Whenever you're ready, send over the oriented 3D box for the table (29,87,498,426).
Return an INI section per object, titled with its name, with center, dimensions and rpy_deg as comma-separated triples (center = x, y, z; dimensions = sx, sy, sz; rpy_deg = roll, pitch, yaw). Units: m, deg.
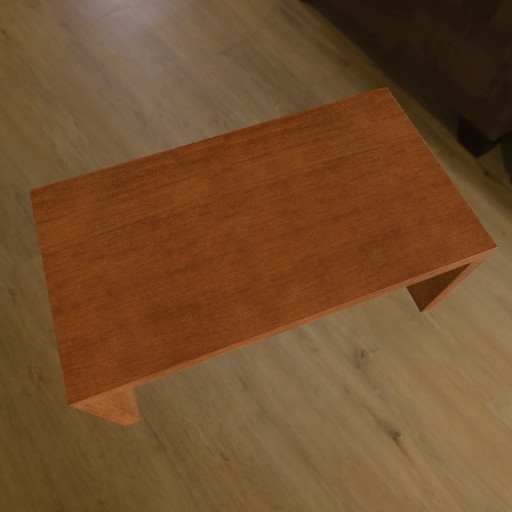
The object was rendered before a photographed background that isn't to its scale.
[table]
center = 0.000, 0.000, 1.254
dimensions = 1.000, 0.419, 0.549
rpy_deg = -19, 65, -9
